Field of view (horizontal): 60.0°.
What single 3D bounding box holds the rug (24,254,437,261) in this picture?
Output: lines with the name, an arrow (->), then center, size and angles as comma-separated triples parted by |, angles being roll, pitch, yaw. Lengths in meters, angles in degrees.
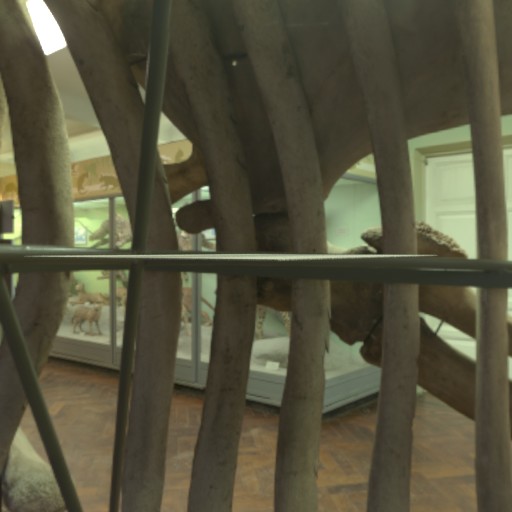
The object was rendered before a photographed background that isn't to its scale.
rug -> 0.000, 0.000, 4.084 | 2.453, 0.010, 3.037 | 0, 1, 36
